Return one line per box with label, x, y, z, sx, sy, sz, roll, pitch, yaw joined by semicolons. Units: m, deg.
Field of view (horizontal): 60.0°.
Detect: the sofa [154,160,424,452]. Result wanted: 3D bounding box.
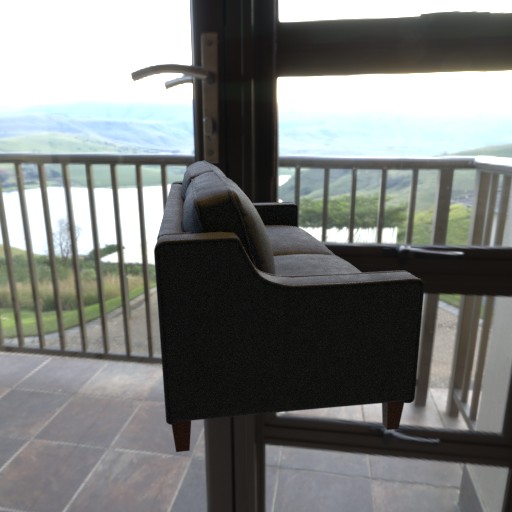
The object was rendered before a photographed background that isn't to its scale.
sofa;0.000;0.000;2.749;1.066;1.071;2.178;-2;15;-9
